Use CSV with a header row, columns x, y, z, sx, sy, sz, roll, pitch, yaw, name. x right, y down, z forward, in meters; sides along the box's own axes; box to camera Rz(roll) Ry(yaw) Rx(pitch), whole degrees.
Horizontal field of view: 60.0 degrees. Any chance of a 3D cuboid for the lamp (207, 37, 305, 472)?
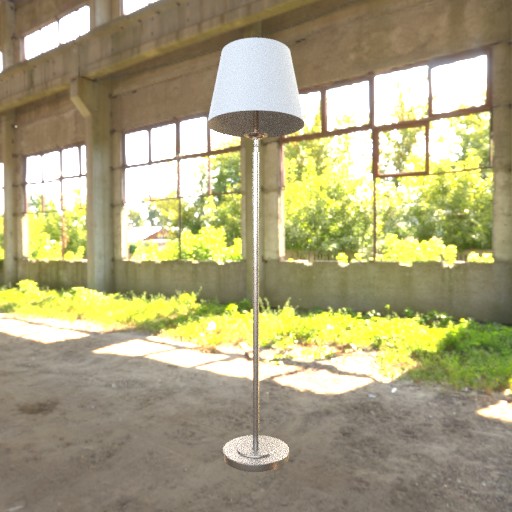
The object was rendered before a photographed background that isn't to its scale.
x,y,z,sx,sy,sz,roll,pitch,yaw,name
0.000,0.000,1.626,0.355,1.473,0.355,0,1,0,lamp
